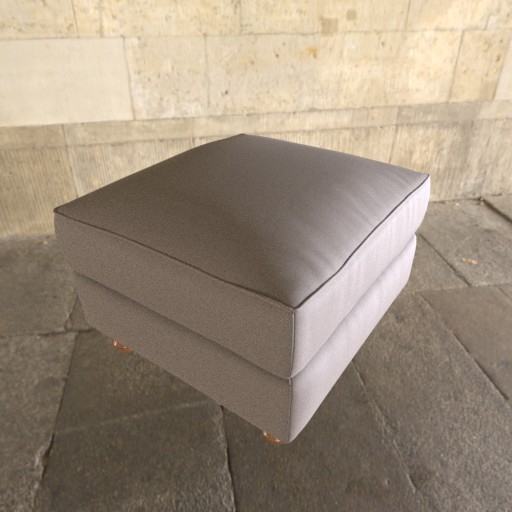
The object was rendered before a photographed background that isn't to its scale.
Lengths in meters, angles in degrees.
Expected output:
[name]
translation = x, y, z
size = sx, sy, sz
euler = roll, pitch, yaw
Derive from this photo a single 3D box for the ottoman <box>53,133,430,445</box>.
[ottoman]
translation = 0.000, 0.000, 1.153
size = 0.662, 0.505, 0.721
euler = 20, 37, 29
